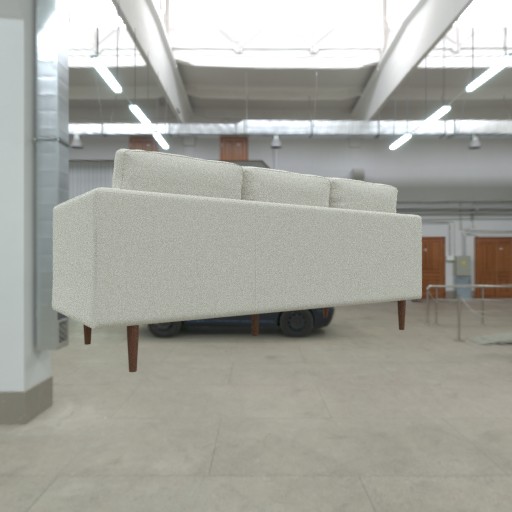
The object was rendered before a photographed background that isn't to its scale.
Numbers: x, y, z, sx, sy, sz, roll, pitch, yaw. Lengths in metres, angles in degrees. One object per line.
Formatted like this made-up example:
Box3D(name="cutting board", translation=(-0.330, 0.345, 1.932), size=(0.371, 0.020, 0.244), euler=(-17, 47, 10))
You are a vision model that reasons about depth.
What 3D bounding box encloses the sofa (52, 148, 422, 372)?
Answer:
Box3D(name="sofa", translation=(0.000, 0.000, 2.537), size=(2.029, 0.912, 0.802), euler=(0, 0, -35))
